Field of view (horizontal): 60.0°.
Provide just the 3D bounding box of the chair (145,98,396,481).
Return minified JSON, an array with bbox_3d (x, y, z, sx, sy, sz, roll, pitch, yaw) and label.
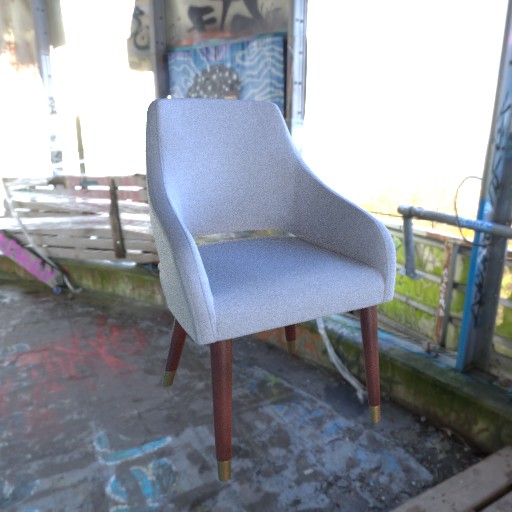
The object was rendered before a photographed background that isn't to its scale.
[{"bbox_3d":[0.000,0.000,1.281,0.609,0.889,0.600,-8,18,-26],"label":"chair"}]
